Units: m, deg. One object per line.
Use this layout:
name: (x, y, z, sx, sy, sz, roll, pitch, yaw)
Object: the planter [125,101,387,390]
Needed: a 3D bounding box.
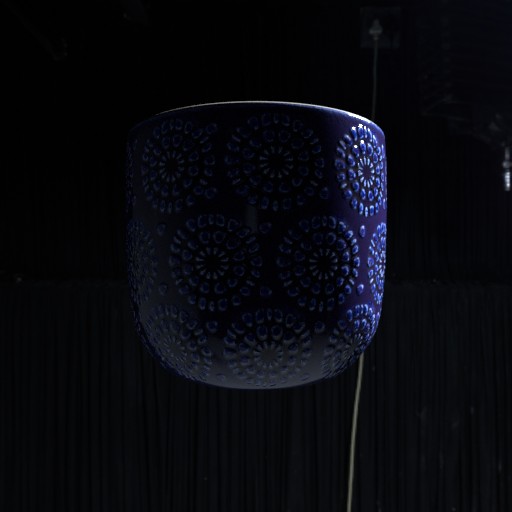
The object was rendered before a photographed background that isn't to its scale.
planter: (0.000, 0.000, 0.293, 0.165, 0.149, 0.165, 0, 0, 0)
